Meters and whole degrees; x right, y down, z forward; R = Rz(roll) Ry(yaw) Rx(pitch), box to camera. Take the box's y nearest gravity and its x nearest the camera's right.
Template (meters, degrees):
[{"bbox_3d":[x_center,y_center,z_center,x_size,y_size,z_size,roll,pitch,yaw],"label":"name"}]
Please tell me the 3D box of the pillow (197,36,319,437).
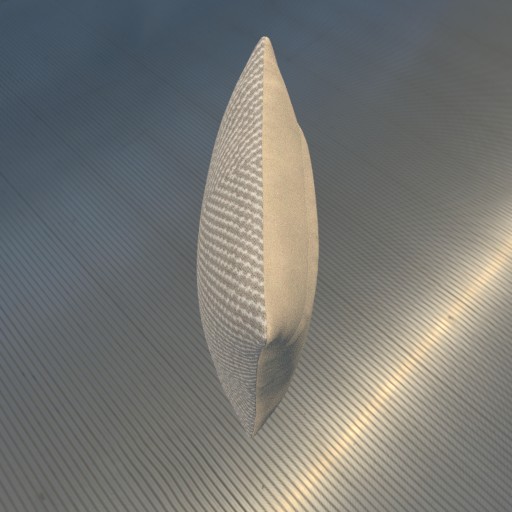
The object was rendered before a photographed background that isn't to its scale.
[{"bbox_3d":[0.000,0.000,0.698,0.181,0.458,0.459,0,58,0],"label":"pillow"}]
